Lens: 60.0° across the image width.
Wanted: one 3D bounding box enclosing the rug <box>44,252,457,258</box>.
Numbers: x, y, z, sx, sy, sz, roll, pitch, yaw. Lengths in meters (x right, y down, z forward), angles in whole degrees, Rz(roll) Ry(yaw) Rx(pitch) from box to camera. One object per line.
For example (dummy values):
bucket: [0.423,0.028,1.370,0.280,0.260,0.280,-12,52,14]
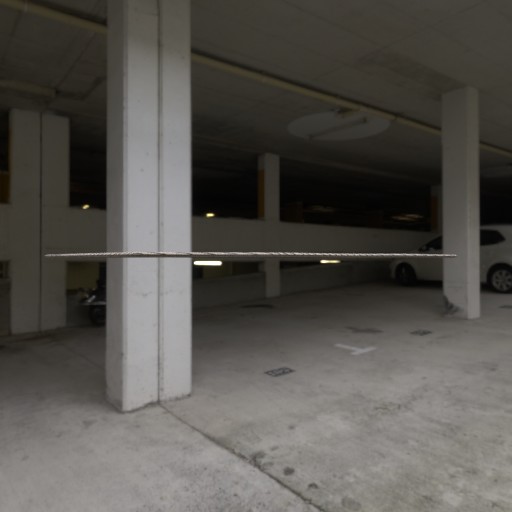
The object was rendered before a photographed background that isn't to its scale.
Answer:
rug: [0.000,0.000,2.368,1.842,0.019,1.237,0,0,-37]
